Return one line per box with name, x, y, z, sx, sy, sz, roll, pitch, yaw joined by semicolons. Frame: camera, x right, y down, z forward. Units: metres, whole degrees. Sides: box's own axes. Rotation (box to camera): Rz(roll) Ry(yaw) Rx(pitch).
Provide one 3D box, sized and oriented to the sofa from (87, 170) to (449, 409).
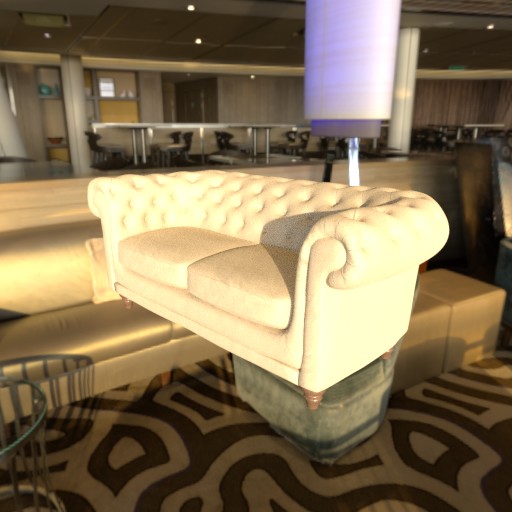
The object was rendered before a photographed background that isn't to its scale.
sofa;0.000;0.000;2.517;1.988;0.835;1.069;16;22;43
